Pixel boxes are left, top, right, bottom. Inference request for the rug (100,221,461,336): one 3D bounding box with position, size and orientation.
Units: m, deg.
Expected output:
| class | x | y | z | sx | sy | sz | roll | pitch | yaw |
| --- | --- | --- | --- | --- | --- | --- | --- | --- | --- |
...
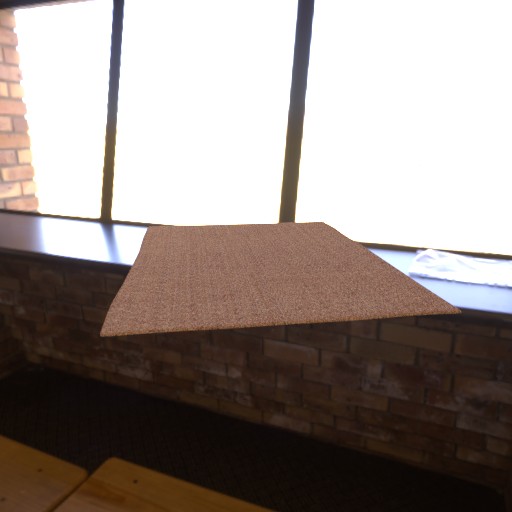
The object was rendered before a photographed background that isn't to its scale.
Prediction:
| class | x | y | z | sx | sy | sz | roll | pitch | yaw |
| --- | --- | --- | --- | --- | --- | --- | --- | --- | --- |
| rug | 0.000 | 0.000 | 2.840 | 1.566 | 0.013 | 2.141 | -2 | 15 | -9 |
